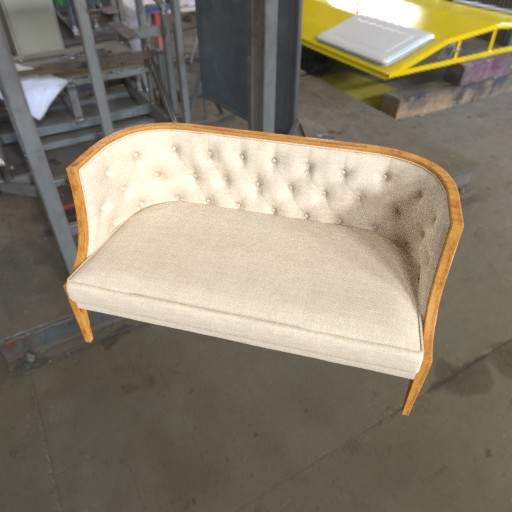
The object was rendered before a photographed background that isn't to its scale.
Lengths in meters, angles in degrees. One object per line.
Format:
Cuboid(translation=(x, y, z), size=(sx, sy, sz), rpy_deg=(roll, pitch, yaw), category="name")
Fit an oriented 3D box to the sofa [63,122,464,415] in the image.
Cuboid(translation=(0.000, 0.000, 1.901), size=(1.474, 0.775, 0.770), rpy_deg=(10, 42, 11), category="sofa")
